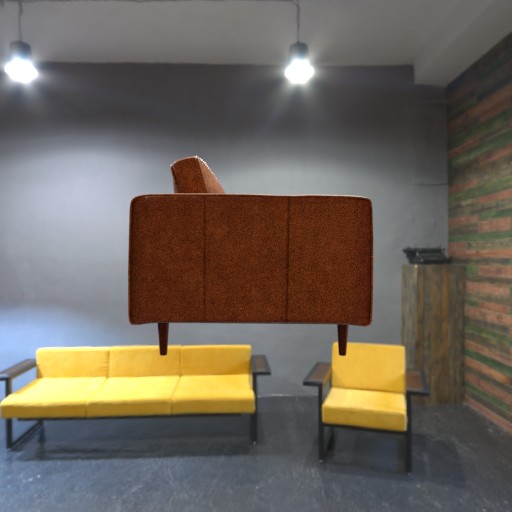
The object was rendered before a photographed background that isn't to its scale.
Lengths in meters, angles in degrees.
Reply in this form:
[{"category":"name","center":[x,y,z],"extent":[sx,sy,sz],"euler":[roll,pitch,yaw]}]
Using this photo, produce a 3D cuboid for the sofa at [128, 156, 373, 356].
[{"category":"sofa","center":[0.000,0.000,2.624],"extent":[0.886,0.779,2.199],"euler":[0,0,0]}]
